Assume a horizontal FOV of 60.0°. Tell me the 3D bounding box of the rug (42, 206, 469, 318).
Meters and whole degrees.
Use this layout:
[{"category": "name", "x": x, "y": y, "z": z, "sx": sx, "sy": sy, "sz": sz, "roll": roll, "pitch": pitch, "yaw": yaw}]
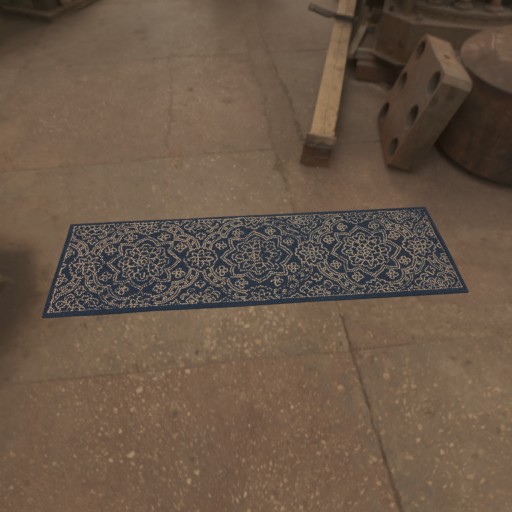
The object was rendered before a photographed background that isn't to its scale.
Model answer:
[{"category": "rug", "x": 0.000, "y": 0.000, "z": 2.781, "sx": 2.448, "sy": 0.012, "sz": 0.769, "roll": -3, "pitch": 47, "yaw": -3}]
